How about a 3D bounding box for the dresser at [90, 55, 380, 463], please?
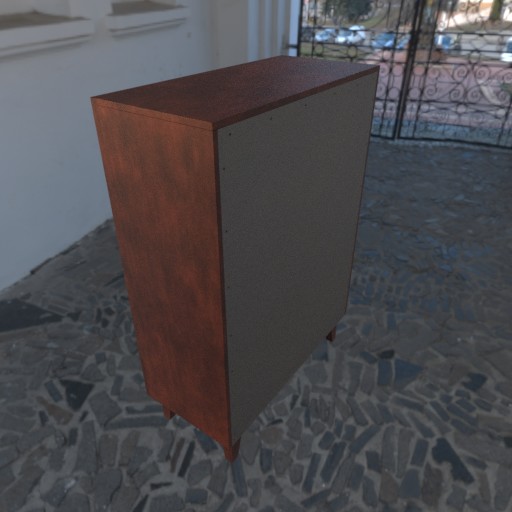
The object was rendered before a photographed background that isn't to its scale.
[{"bbox_3d":[0.000,0.000,2.003,0.506,1.514,1.072,21,38,30],"label":"dresser"}]
